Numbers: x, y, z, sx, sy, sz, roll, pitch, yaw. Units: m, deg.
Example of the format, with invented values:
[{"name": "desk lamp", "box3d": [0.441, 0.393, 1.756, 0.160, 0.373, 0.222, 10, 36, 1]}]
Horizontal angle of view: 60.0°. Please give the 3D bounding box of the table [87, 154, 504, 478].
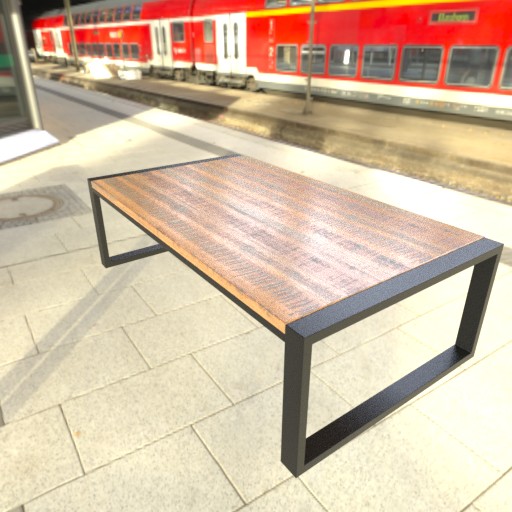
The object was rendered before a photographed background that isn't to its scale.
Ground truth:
[{"name": "table", "box3d": [0.000, 0.000, 1.629, 0.750, 0.400, 1.350, -18, 31, -32]}]
